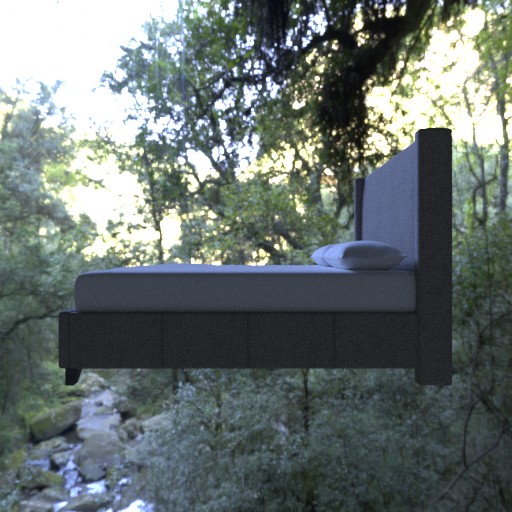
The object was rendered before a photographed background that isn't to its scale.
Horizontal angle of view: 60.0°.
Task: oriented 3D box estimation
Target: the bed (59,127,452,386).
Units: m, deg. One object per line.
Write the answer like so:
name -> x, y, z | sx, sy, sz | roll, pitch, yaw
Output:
bed -> 0.000, 0.000, 3.366 | 2.245, 1.476, 1.714 | 0, 0, 0
